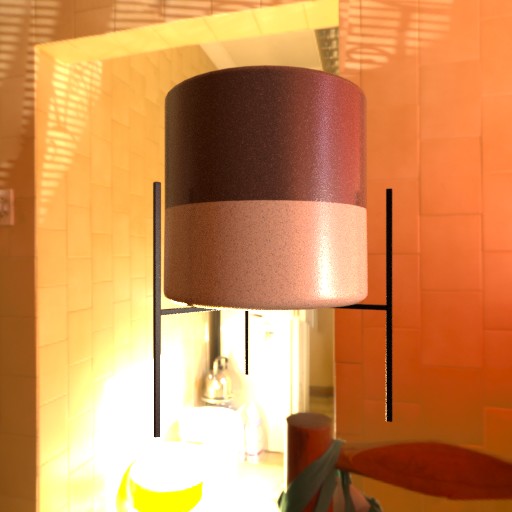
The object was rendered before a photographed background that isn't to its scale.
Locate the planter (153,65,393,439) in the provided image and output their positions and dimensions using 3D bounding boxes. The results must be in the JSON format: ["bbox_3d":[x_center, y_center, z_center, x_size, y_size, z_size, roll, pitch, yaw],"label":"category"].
[{"bbox_3d":[0.000,0.000,0.531,0.250,0.353,0.260,0,0,-17],"label":"planter"}]
